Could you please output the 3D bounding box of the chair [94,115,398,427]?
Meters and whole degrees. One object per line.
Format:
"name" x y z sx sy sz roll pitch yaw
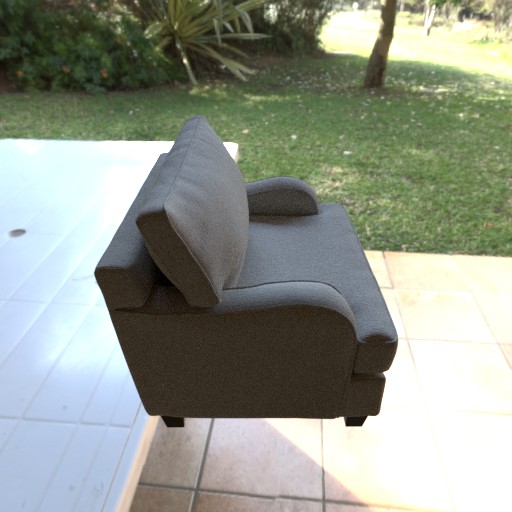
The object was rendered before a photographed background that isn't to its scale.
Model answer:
"chair" 0.000 0.000 2.055 1.041 1.016 1.220 0 31 0
